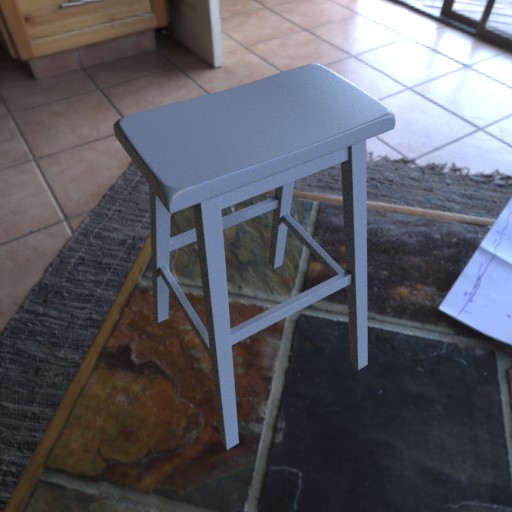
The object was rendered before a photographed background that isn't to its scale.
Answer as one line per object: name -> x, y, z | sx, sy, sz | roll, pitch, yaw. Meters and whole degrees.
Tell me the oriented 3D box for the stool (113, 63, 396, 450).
stool -> 0.000, 0.000, 1.052 | 0.457, 0.737, 0.476 | -24, 52, -20
